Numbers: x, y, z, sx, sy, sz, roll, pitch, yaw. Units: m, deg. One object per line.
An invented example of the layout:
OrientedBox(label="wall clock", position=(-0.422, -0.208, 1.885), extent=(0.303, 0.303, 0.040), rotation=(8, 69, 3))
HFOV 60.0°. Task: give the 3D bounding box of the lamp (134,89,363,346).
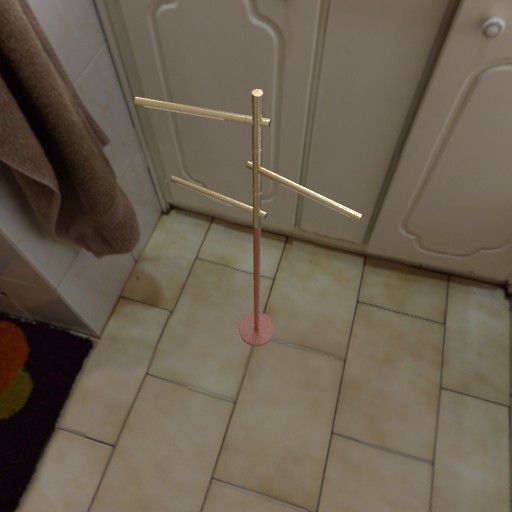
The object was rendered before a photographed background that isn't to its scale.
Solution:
OrientedBox(label="lamp", position=(0.000, 0.000, 1.923), extent=(0.737, 1.704, 0.209), rotation=(16, 60, 10))
